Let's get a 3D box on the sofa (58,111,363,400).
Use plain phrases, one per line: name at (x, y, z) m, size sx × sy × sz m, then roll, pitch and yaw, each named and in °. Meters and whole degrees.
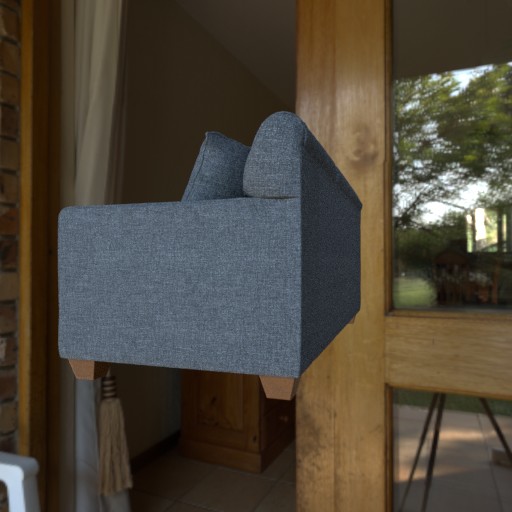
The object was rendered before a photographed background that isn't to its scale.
sofa at (0.000, 0.000, 2.477) m, size 0.997 × 0.958 × 2.024 m, roll 0°, pitch -1°, yaw 19°
